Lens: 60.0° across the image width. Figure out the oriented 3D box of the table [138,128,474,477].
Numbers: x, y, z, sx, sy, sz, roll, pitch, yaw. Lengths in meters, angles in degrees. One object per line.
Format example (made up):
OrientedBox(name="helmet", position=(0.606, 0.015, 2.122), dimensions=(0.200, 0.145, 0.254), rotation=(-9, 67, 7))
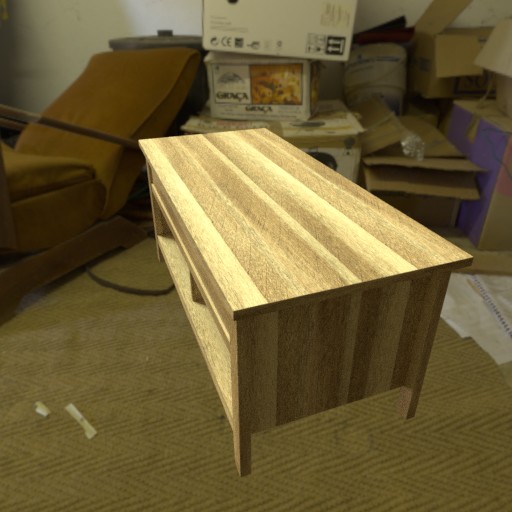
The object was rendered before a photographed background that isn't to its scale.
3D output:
OrientedBox(name="table", position=(0.000, 0.000, 1.350), dimensions=(0.493, 0.480, 1.095), rotation=(-11, 31, -18))
